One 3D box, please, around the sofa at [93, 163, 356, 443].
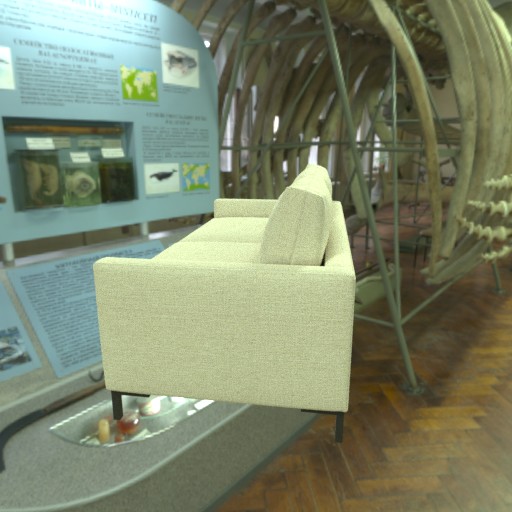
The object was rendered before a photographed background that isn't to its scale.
[{"bbox_3d":[0.000,0.000,2.142,0.839,0.812,1.651,2,15,9],"label":"sofa"}]
